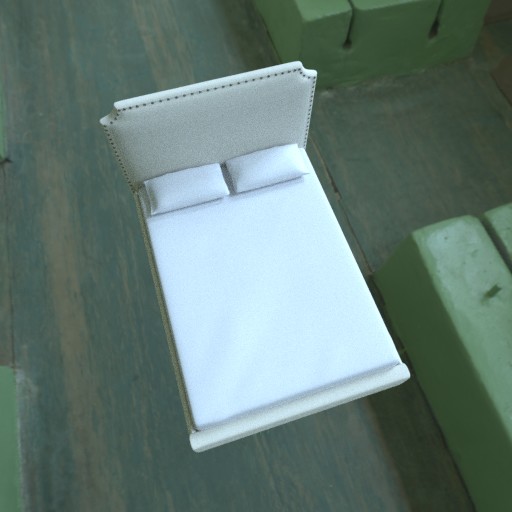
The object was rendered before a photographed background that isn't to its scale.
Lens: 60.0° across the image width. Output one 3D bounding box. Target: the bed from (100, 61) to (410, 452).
[{"bbox_3d":[0.000,0.000,3.443,1.712,1.443,2.372,-16,65,-8],"label":"bed"}]
